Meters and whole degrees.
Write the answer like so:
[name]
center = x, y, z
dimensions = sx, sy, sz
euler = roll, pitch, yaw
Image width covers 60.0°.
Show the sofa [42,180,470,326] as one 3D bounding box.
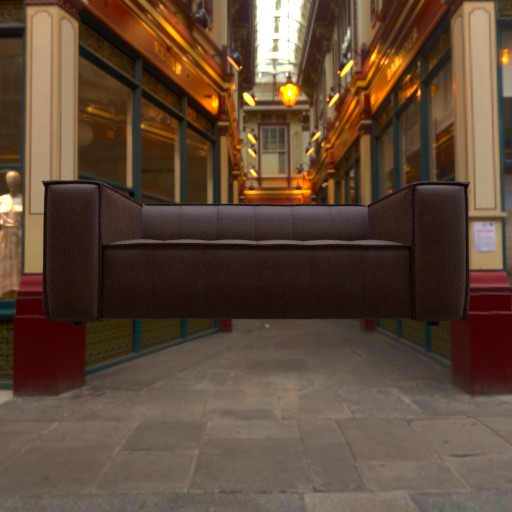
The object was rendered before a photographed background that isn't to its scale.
[sofa]
center = 0.000, 0.000, 2.610
dimensions = 2.088, 0.703, 1.102
euler = 0, -1, -1
